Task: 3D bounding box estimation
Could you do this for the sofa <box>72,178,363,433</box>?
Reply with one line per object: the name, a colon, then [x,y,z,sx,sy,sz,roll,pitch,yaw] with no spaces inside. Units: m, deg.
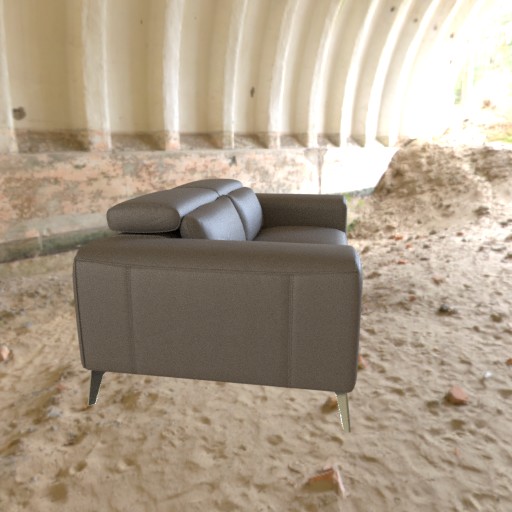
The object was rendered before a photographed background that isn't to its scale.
sofa: [0.000,0.000,2.421,1.024,0.753,1.930,2,14,9]
